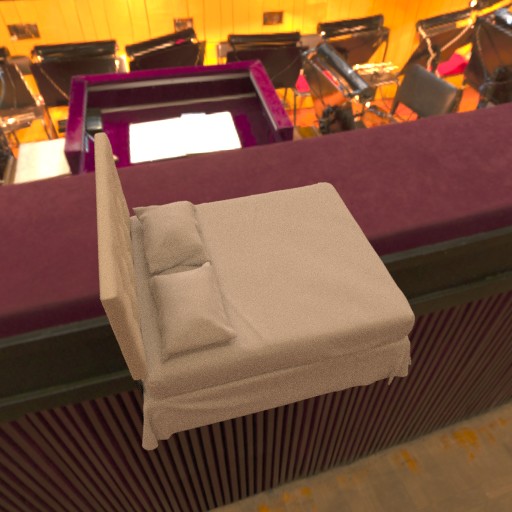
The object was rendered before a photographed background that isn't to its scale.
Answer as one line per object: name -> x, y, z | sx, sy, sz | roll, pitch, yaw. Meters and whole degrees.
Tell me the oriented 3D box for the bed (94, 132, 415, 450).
bed -> 0.000, 0.000, 3.495 | 2.222, 1.577, 1.936 | -11, 47, -10
